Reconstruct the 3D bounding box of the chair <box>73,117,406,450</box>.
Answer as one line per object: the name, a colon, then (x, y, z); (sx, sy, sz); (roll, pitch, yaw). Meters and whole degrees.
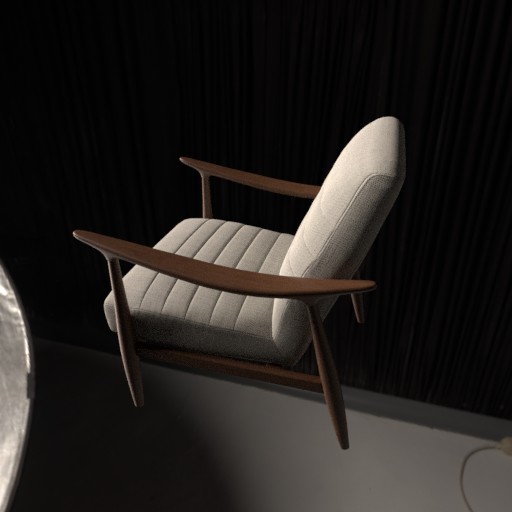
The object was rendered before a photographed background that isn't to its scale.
chair: (0.000, 0.000, 1.424); (0.798, 0.832, 0.741); (8, 31, 14)
